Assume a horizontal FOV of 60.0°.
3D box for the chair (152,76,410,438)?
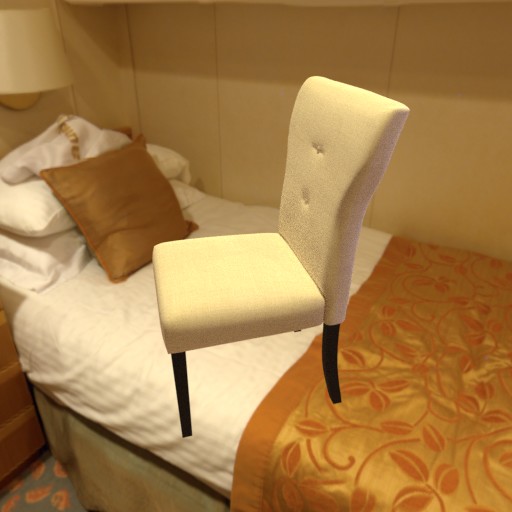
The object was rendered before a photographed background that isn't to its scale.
[{"bbox_3d":[0.000,0.000,1.309,0.597,0.921,0.509,-7,30,-13],"label":"chair"}]
